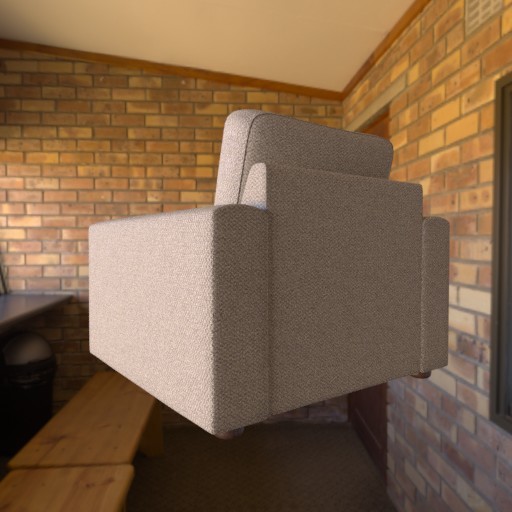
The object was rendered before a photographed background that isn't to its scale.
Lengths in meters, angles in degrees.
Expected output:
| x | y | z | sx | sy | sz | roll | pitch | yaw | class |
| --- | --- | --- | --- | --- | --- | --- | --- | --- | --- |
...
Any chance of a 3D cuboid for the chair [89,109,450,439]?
| x | y | z | sx | sy | sz | roll | pitch | yaw | class |
| --- | --- | --- | --- | --- | --- | --- | --- | --- | --- |
| 0.000 | 0.000 | 1.710 | 1.005 | 0.873 | 1.016 | -1 | 2 | -36 | chair |
